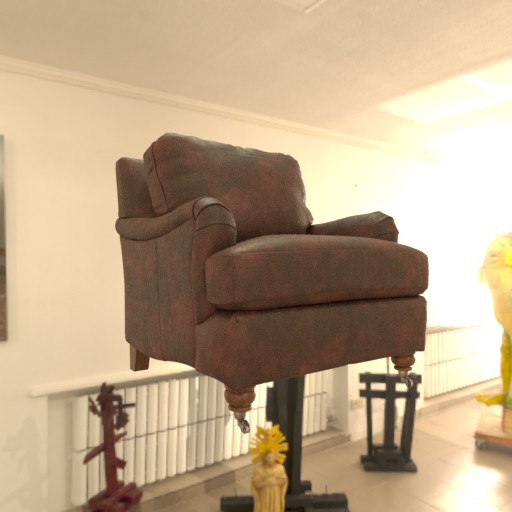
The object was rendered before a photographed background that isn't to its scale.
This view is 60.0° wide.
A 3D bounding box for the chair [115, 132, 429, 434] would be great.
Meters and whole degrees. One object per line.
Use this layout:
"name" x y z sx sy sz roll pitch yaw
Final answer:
"chair" 0.000 0.000 1.960 0.987 1.051 1.156 0 0 -36
